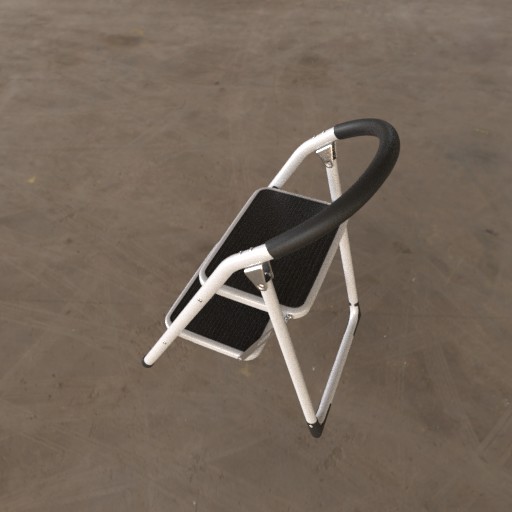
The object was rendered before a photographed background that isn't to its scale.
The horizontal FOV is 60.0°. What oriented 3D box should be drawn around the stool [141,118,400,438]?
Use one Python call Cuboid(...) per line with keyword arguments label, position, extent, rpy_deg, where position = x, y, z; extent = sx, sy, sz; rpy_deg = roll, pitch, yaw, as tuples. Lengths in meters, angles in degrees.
Cuboid(label="stool", position=(0.000, 0.000, 1.114), extent=(0.559, 0.760, 0.453), rpy_deg=(18, 49, 16))
